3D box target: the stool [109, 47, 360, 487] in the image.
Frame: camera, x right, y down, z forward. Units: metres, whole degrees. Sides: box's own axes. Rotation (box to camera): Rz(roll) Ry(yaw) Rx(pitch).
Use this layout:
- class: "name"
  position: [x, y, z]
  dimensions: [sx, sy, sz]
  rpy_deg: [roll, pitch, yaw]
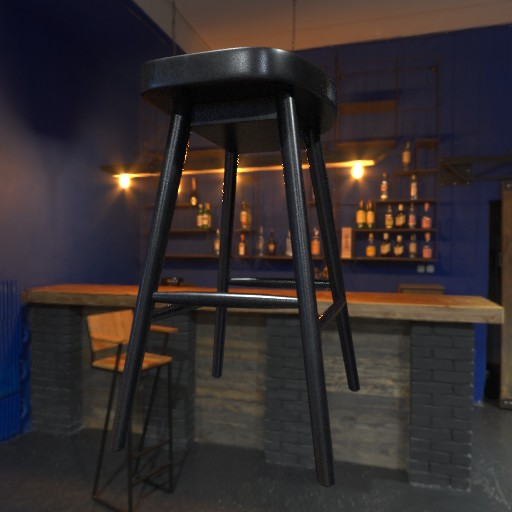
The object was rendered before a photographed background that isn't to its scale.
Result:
- class: "stool"
  position: [0.000, 0.000, 0.849]
  dimensions: [0.361, 0.615, 0.440]
  rpy_deg: [0, 1, 18]
